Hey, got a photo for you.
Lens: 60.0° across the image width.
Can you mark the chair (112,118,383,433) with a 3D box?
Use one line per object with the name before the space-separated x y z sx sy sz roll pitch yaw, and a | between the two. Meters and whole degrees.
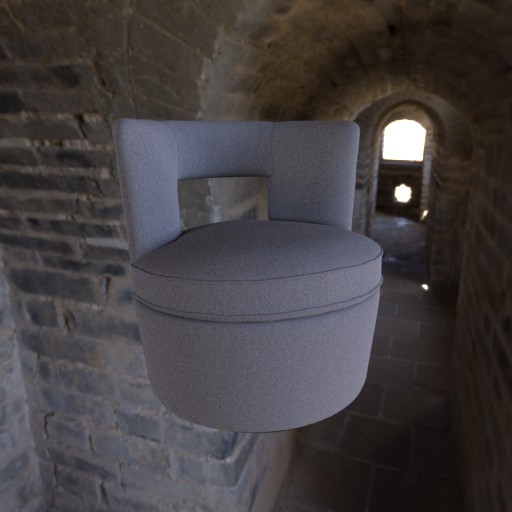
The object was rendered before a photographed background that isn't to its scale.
chair | 0.000 0.000 1.215 0.689 0.719 0.660 -8 18 -25
